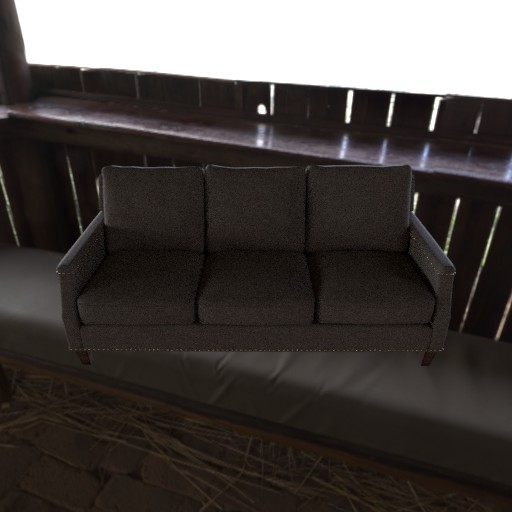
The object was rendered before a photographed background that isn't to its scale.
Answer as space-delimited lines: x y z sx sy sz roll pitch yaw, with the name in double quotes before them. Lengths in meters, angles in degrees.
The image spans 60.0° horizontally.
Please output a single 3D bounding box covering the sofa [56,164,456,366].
"sofa" 0.000 0.000 2.869 2.226 1.042 1.034 0 29 0
